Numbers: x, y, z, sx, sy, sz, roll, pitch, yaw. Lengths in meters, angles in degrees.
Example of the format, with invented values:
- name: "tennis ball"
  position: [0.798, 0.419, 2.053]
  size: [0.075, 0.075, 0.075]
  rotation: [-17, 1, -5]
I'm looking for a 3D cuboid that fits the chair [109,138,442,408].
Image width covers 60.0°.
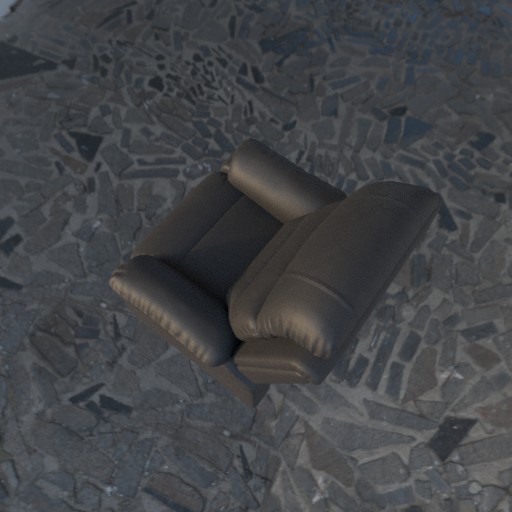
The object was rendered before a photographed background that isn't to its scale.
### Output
- name: "chair"
  position: [0.000, 0.000, 1.664]
  size: [0.919, 0.992, 0.855]
  rotation: [34, 68, 16]
